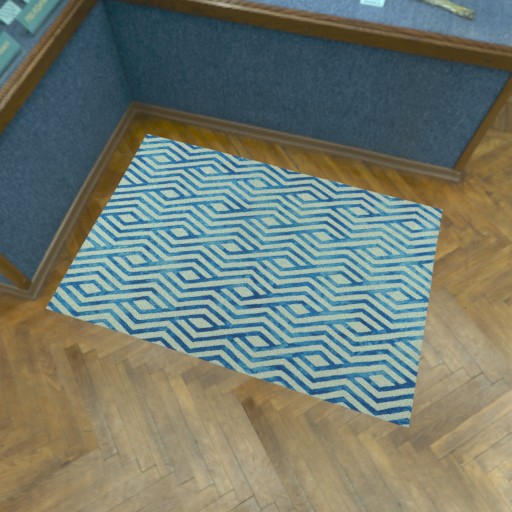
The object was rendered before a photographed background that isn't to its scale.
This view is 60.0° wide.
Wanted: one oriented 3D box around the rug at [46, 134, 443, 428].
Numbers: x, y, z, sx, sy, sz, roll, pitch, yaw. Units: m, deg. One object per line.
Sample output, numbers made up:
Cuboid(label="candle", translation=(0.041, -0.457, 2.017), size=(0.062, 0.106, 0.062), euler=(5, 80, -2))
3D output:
Cuboid(label="rug", translation=(0.000, 0.000, 2.374), size=(1.830, 0.008, 1.225), euler=(16, 64, 8))
